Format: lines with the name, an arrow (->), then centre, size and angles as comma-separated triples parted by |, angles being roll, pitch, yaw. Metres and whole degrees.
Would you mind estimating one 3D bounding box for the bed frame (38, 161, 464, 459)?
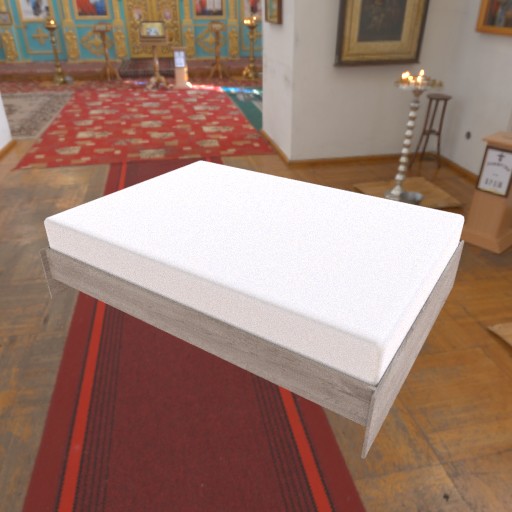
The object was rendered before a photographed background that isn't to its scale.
bed frame -> 0.000, 0.000, 2.551 | 1.945, 0.497, 1.445 | 18, 33, 29
